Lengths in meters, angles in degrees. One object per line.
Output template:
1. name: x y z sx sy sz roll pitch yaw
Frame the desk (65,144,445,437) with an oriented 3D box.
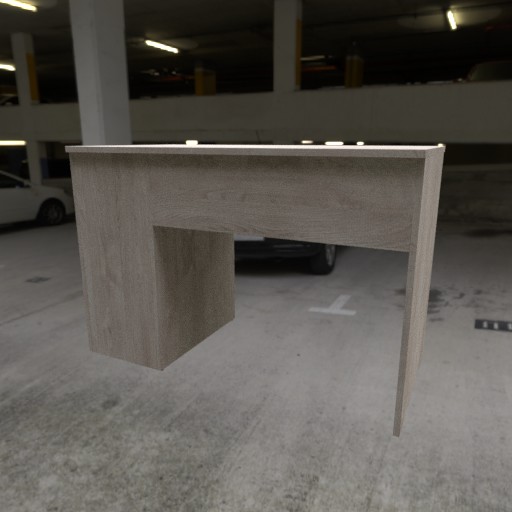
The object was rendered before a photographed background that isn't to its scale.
1. desk: 0.000 0.000 1.528 1.097 0.735 0.560 7 16 25
